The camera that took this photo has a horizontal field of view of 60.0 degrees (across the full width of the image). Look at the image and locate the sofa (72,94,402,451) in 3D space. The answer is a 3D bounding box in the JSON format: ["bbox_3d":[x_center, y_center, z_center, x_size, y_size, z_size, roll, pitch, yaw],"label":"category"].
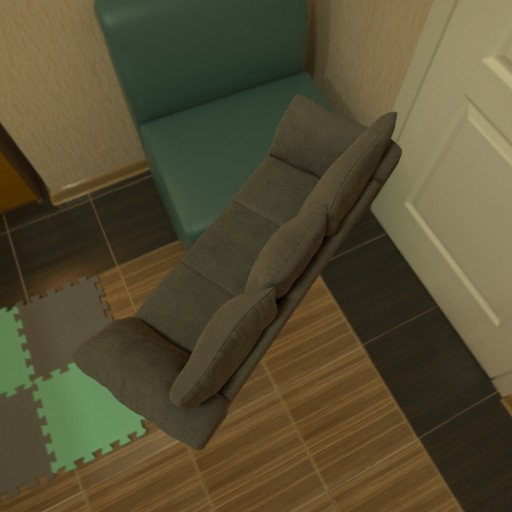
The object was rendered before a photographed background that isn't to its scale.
[{"bbox_3d":[0.000,0.000,2.873,0.878,1.073,2.336,32,68,14],"label":"sofa"}]
